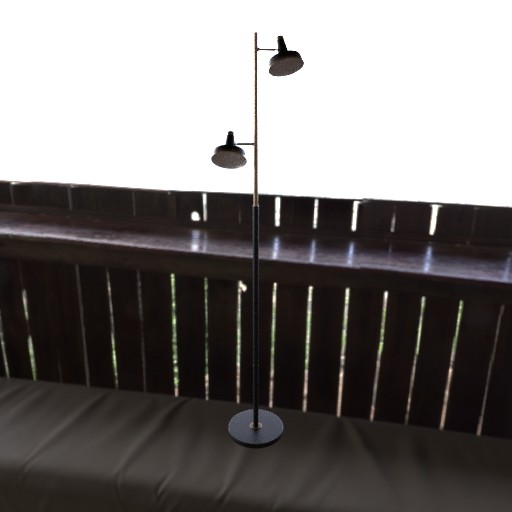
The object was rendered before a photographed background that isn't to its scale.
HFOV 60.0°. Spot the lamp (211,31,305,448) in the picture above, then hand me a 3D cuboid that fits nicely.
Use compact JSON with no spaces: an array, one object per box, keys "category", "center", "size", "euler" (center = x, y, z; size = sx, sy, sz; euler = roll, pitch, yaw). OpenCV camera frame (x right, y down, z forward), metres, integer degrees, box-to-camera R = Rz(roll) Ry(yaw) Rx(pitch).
[{"category":"lamp","center":[0.000,0.000,1.823],"size":[0.351,1.674,0.253],"euler":[-2,16,-8]}]
